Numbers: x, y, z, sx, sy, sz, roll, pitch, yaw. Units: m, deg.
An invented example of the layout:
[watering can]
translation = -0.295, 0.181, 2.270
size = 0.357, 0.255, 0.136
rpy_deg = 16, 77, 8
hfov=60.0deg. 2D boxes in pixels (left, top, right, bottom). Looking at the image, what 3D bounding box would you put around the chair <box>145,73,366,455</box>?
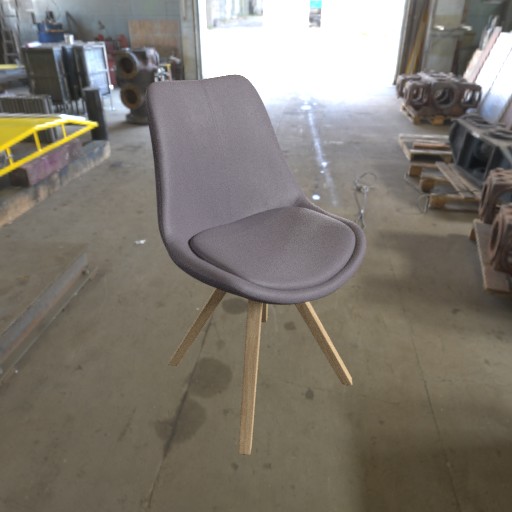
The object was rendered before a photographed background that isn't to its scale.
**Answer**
[chair]
translation = 0.000, 0.000, 1.217
size = 0.483, 0.865, 0.547
rpy_deg = -21, 36, -32
